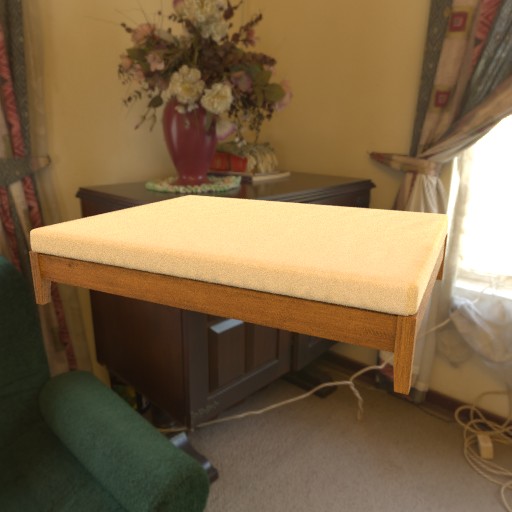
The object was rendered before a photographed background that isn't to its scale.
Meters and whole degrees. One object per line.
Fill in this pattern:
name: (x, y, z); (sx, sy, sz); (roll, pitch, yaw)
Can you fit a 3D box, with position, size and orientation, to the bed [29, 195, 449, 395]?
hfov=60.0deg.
bed: (0.000, 0.000, 2.667); (2.016, 0.431, 1.536); (8, 18, 25)
